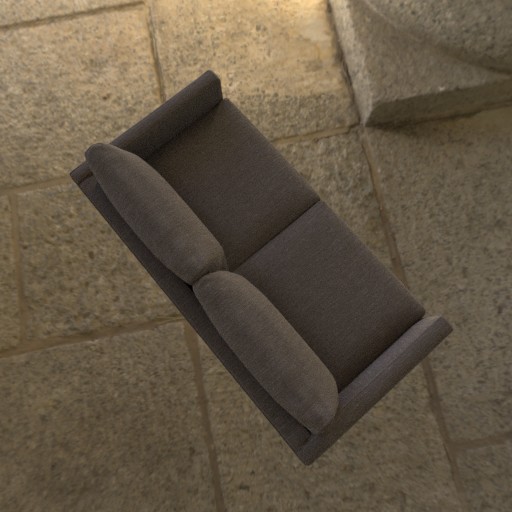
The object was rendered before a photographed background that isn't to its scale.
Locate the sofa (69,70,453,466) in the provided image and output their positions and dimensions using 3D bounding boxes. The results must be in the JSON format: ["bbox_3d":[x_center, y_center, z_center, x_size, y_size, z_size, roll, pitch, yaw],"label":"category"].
[{"bbox_3d":[0.000,0.000,2.158,0.875,0.840,1.682,-40,80,-8],"label":"sofa"}]
